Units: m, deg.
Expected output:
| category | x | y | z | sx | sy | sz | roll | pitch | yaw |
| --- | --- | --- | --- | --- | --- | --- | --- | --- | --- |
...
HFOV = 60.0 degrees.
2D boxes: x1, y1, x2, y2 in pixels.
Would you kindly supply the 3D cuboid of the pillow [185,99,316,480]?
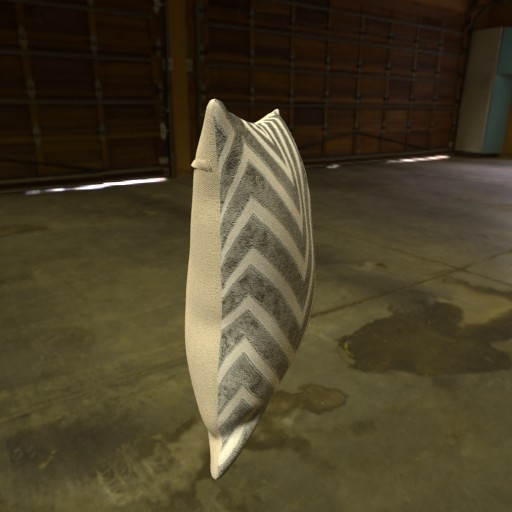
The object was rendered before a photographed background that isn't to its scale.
| category | x | y | z | sx | sy | sz | roll | pitch | yaw |
| --- | --- | --- | --- | --- | --- | --- | --- | --- | --- |
| pillow | 0.000 | 0.000 | 0.675 | 0.182 | 0.441 | 0.440 | 3 | 18 | 10 |
